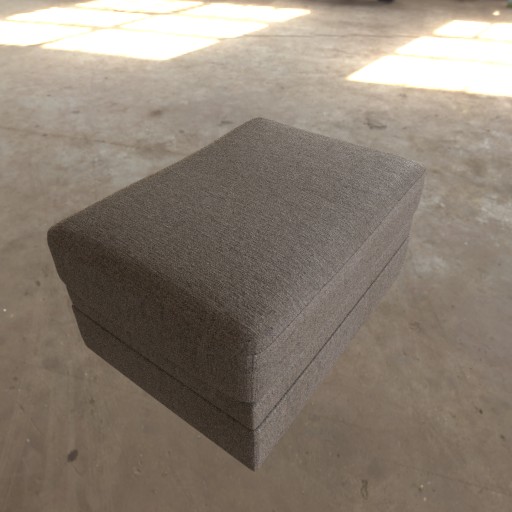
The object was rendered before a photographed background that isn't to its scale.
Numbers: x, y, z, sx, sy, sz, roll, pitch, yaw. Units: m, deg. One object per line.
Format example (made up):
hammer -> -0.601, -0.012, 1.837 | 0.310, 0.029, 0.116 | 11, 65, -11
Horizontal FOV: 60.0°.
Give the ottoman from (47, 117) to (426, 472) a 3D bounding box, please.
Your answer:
ottoman -> 0.000, 0.000, 1.267 | 0.637, 0.478, 0.885 | 25, 46, 27
